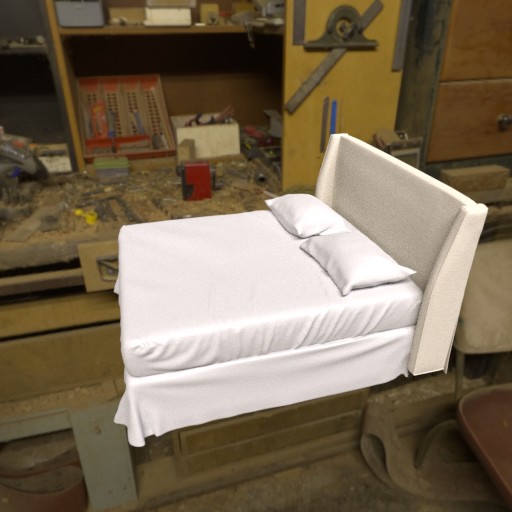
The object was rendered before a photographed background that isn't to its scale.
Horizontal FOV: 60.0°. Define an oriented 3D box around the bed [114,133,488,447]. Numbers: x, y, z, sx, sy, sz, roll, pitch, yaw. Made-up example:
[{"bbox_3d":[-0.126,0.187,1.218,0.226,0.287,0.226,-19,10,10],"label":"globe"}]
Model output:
[{"bbox_3d":[0.000,0.000,3.381,2.276,1.332,1.925,-8,30,-14],"label":"bed"}]
